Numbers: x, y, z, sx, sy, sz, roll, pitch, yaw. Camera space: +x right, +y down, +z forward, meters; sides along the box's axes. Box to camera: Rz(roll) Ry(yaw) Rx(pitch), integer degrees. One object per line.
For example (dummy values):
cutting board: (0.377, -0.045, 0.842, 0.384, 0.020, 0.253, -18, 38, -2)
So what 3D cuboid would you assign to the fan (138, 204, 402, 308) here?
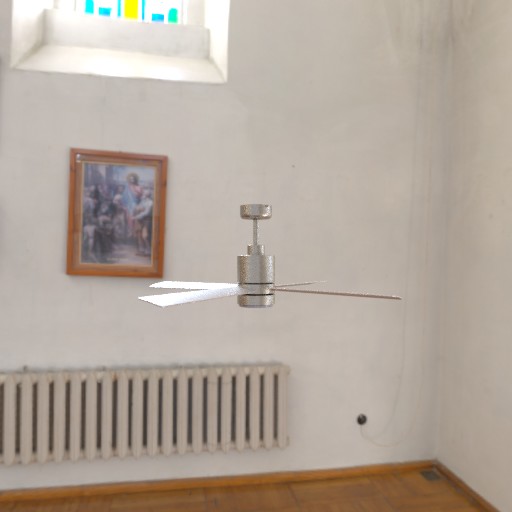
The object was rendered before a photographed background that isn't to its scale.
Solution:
fan: (0.000, 0.000, 2.389, 1.525, 0.539, 1.525, 0, 0, 35)
